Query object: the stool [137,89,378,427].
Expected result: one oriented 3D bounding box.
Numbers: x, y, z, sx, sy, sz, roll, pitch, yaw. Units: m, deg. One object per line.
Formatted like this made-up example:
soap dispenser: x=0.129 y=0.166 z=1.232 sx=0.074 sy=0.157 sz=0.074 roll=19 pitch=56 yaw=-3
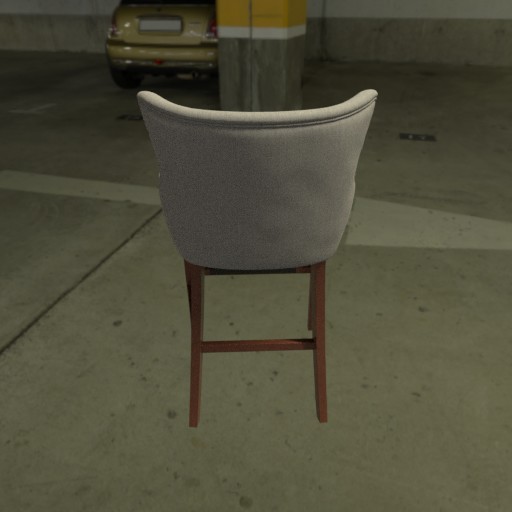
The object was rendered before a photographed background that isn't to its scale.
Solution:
stool: x=0.000 y=0.000 z=1.408 sx=0.575 sy=1.047 sz=0.575 roll=-1 pitch=30 yaw=-2
